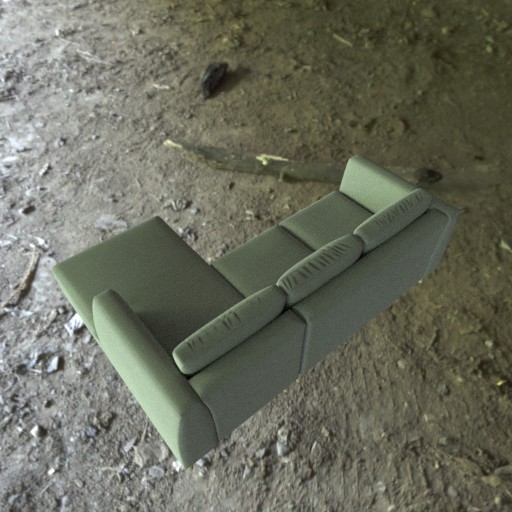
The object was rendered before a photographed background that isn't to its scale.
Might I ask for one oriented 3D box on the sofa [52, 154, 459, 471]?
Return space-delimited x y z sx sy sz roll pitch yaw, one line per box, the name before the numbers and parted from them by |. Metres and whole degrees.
sofa | 0.000 0.000 3.064 2.300 0.860 1.580 -31 54 -26
